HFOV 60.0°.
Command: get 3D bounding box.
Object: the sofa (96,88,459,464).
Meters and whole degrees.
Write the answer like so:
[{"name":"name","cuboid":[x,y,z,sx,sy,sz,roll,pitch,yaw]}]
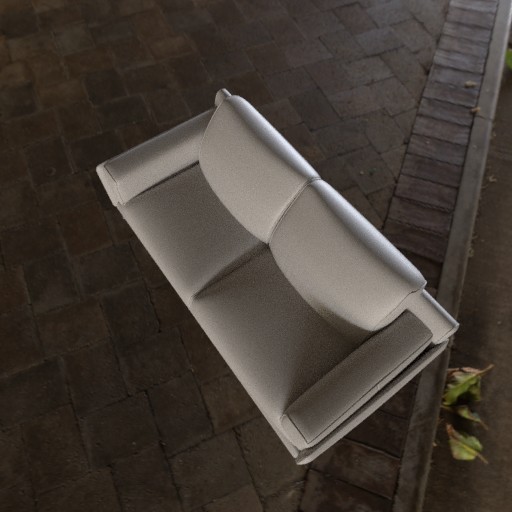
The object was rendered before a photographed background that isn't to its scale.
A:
[{"name":"sofa","cuboid":[0.000,0.000,2.605,1.049,0.930,2.101,-33,67,-16]}]
